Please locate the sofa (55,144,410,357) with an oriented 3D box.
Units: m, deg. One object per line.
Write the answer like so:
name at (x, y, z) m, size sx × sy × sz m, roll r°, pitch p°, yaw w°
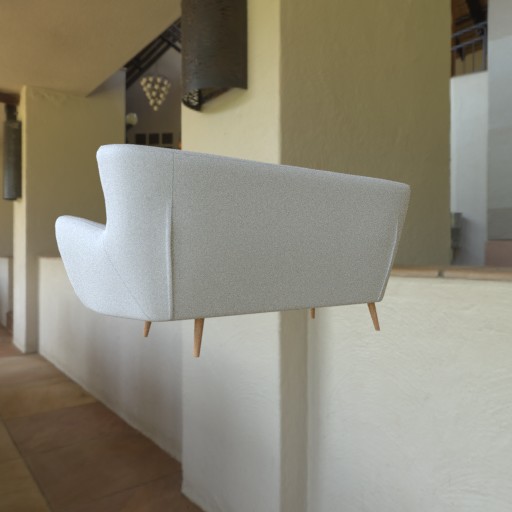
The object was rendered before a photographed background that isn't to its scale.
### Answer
sofa at (0.000, 0.000, 2.452) m, size 1.930 × 0.890 × 0.899 m, roll 0°, pitch 0°, yaw -35°
